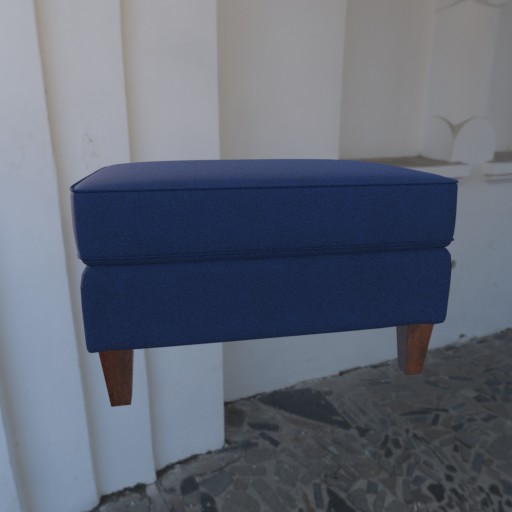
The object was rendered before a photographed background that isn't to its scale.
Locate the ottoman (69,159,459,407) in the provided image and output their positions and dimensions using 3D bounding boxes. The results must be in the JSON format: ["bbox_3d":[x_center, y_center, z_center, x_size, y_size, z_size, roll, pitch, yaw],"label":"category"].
[{"bbox_3d":[0.000,0.000,1.402,0.965,0.584,0.686,-3,16,-10],"label":"ottoman"}]
